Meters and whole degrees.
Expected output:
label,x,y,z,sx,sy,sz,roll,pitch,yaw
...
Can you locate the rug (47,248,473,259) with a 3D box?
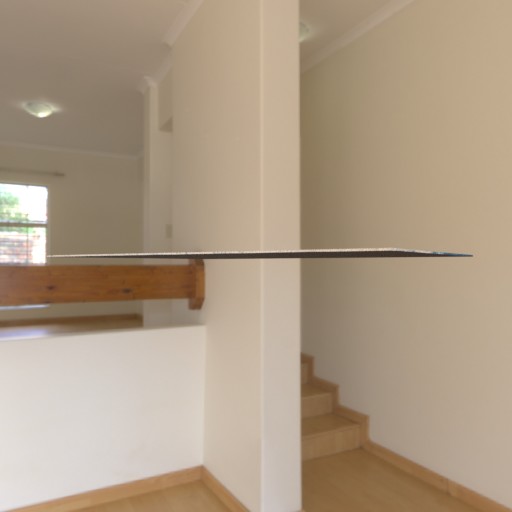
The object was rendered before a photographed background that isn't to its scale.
label,x,y,z,sx,sy,sz,roll,pitch,yaw
rug,0.000,0.000,2.276,1.836,0.009,1.232,-1,-1,36
